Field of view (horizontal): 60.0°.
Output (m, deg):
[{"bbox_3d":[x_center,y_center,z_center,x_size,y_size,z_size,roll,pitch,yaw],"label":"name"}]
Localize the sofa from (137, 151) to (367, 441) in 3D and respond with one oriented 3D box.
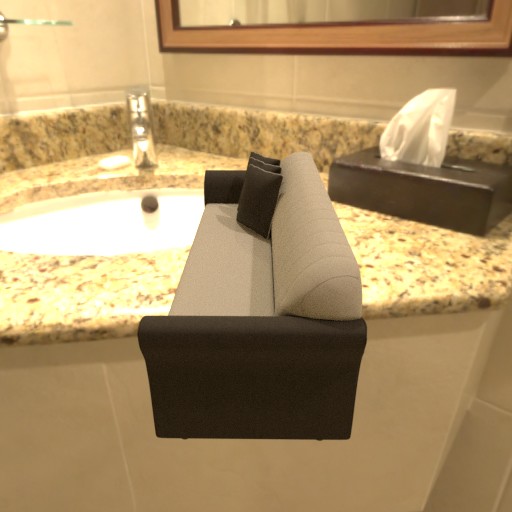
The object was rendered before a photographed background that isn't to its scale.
[{"bbox_3d":[0.000,0.000,2.421,0.755,0.787,2.001,0,26,1],"label":"sofa"}]
